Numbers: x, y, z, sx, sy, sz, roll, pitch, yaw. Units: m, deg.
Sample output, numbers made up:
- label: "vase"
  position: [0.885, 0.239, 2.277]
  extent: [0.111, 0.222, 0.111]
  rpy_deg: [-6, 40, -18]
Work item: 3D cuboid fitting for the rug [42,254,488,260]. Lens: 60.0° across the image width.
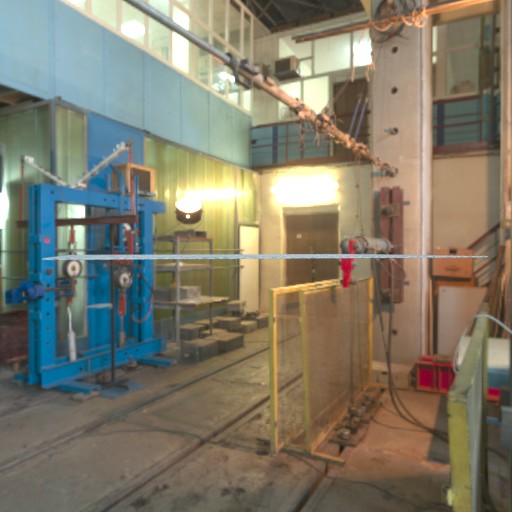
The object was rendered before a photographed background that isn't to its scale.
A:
- label: "rug"
  position: [0.000, 0.000, 3.016]
  extent: [2.441, 0.008, 1.526]
  rpy_deg: [0, 1, -18]
